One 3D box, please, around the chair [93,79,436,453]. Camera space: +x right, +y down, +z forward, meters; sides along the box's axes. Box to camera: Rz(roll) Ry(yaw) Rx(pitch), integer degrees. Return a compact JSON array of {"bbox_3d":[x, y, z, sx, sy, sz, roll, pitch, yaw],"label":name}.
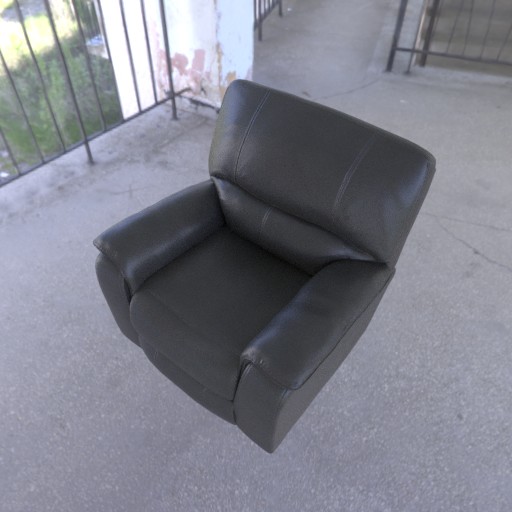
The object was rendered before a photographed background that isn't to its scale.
[{"bbox_3d":[0.000,0.000,1.960,1.096,1.109,1.087,30,52,26],"label":"chair"}]
